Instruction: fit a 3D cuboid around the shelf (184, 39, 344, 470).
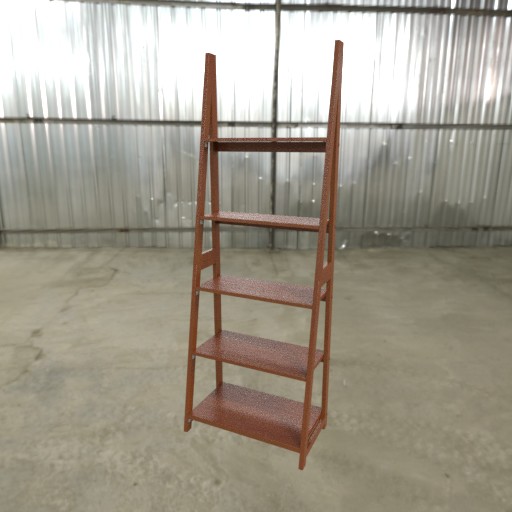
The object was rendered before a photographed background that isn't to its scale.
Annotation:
[{"bbox_3d":[0.000,0.000,1.999,0.630,1.780,0.356,7,16,25],"label":"shelf"}]
